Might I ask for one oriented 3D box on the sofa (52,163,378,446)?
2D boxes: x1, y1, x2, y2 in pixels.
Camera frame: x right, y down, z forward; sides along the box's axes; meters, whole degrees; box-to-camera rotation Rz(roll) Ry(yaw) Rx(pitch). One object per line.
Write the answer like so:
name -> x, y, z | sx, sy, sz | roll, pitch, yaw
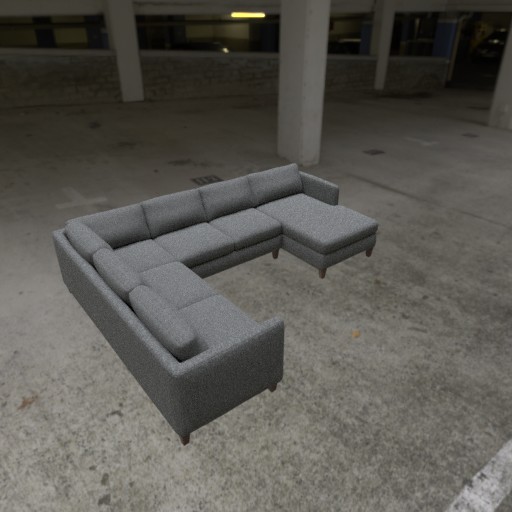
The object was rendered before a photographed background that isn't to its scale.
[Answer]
sofa -> 0.000, 0.000, 4.521 | 3.238, 0.853, 2.551 | -21, 36, -32
